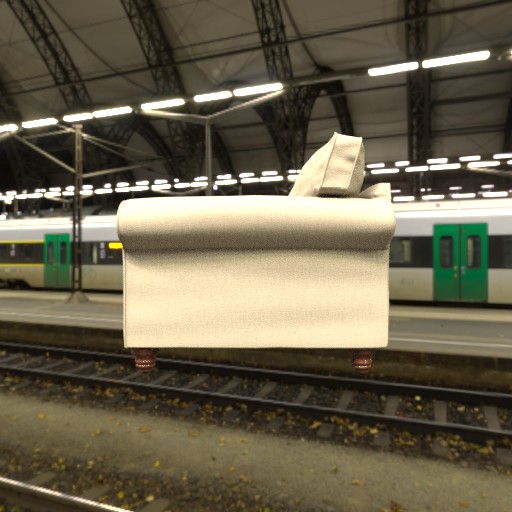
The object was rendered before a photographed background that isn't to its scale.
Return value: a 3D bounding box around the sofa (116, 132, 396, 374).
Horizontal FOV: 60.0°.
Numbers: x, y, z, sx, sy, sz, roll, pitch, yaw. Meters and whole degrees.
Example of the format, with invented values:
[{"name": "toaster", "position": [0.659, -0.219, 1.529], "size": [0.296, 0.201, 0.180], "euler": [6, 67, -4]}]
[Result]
[{"name": "sofa", "position": [0.000, 0.000, 2.577], "size": [0.998, 0.889, 2.118], "euler": [0, 0, 1]}]
